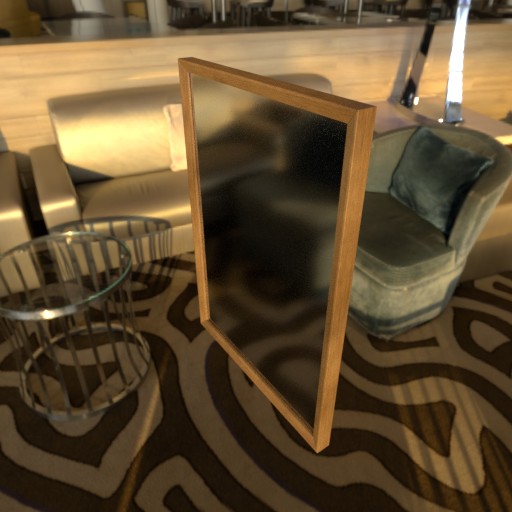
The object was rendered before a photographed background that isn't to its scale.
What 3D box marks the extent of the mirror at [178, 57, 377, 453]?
[{"bbox_3d":[0.000,0.000,0.932,0.039,0.711,0.508,-20,38,-29],"label":"mirror"}]
